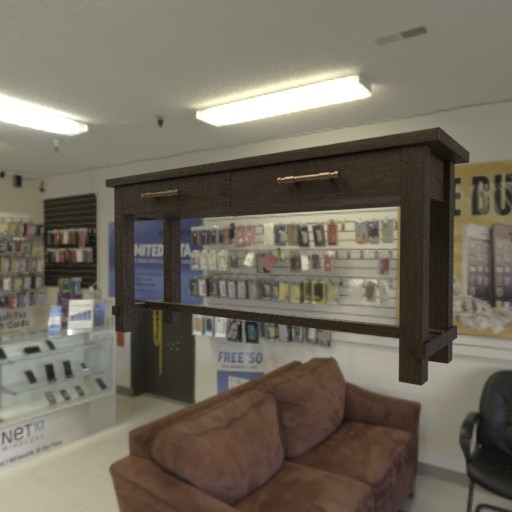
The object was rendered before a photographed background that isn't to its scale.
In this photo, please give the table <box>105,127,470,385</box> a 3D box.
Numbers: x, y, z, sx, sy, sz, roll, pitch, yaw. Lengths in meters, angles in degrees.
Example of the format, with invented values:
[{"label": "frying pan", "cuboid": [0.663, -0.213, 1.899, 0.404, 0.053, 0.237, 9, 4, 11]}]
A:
[{"label": "table", "cuboid": [0.000, 0.000, 1.908, 1.599, 0.762, 0.442, 1, 1, 37]}]
